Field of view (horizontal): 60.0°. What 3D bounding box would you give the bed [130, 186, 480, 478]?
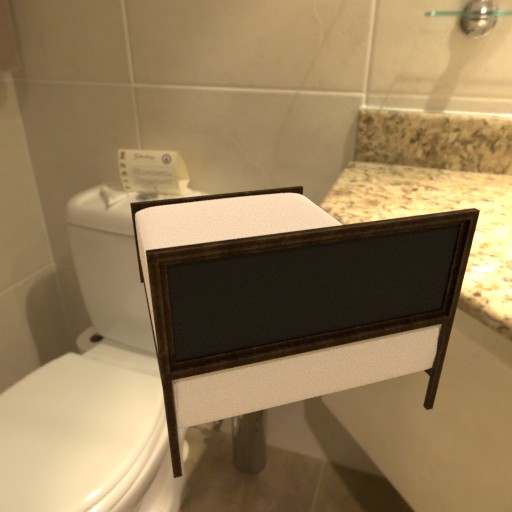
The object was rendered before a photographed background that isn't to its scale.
[{"bbox_3d":[0.000,0.000,3.197,1.607,1.313,2.221,-8,28,-16],"label":"bed"}]
